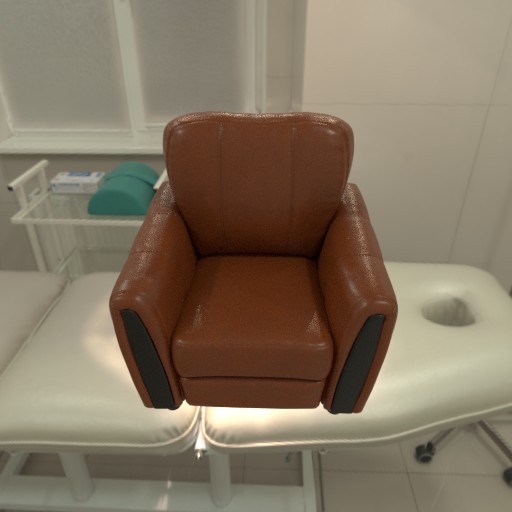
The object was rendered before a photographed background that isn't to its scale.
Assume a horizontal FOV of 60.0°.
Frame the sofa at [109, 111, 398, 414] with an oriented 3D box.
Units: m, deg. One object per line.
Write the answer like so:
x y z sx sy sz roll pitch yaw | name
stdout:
0.000 0.000 1.559 0.836 0.876 0.789 1 31 2 | sofa
